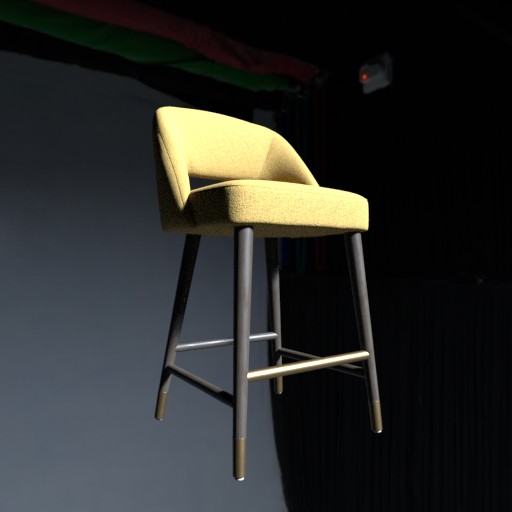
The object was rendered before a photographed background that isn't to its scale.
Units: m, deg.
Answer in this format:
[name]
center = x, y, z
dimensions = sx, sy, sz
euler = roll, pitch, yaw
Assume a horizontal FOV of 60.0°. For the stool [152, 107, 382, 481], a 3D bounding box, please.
[stool]
center = 0.000, 0.000, 1.259
dimensions = 0.536, 0.939, 0.522
euler = 0, -1, -35
